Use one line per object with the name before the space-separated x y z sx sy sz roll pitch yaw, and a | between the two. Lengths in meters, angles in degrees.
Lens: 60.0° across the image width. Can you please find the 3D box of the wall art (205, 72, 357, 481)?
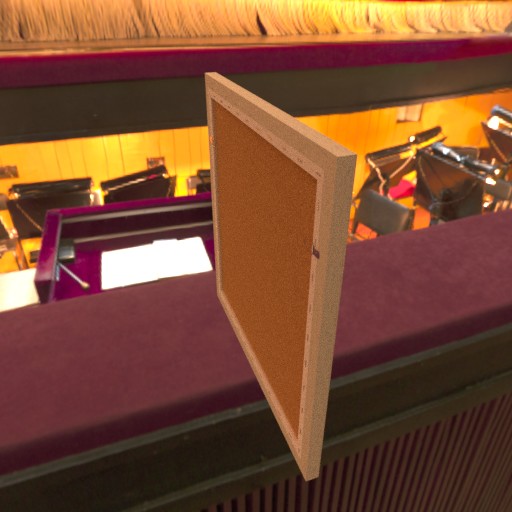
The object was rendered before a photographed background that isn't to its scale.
wall art | 0.000 0.000 1.501 0.045 1.016 1.016 -10 33 -17
